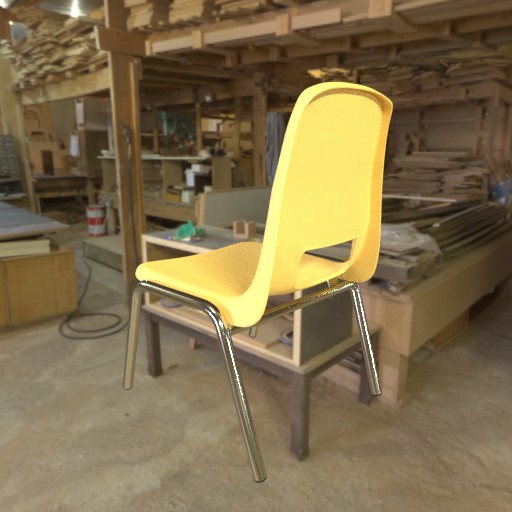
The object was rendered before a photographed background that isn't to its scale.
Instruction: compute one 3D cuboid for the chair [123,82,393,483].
[{"bbox_3d":[0.000,0.000,0.777,0.354,0.536,0.385,-14,20,-43],"label":"chair"}]
